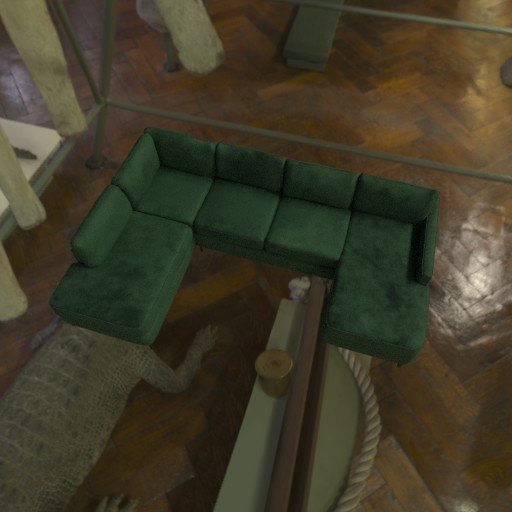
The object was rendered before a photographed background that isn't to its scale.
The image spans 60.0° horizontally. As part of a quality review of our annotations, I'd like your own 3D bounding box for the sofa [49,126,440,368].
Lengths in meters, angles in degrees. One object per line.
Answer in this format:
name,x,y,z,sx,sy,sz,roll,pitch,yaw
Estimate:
sofa,0.000,0.000,3.920,2.994,0.861,1.992,14,58,9
